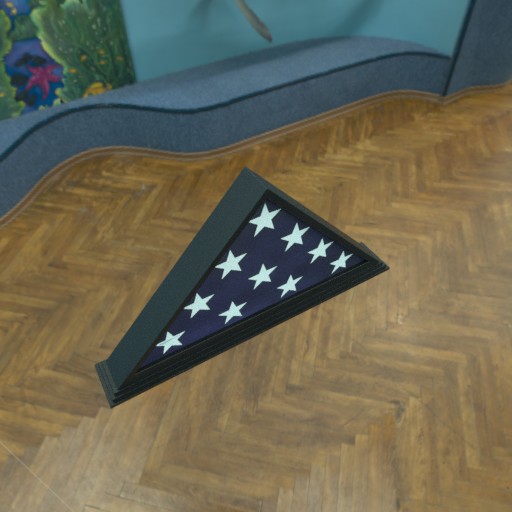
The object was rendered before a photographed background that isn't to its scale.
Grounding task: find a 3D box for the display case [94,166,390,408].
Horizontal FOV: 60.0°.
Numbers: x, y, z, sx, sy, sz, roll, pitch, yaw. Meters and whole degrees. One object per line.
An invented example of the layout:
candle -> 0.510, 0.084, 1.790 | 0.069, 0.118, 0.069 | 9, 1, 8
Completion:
display case -> 0.000, 0.000, 0.788 | 0.640, 0.340, 0.095 | -23, 50, -21
